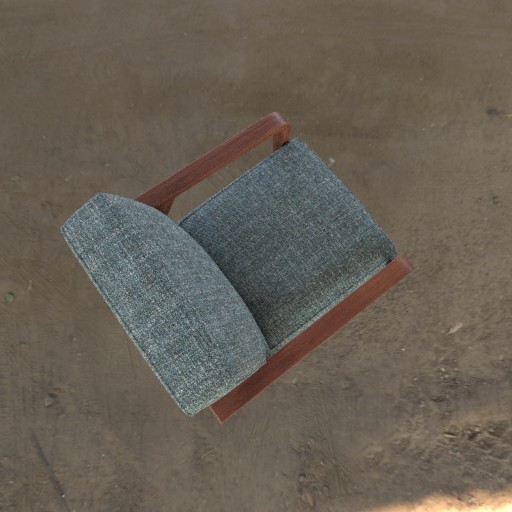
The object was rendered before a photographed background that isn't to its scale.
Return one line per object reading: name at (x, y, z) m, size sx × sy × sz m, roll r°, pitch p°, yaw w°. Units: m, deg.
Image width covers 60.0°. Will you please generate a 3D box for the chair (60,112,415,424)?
chair at (0.000, 0.000, 1.520) m, size 0.889 × 0.864 × 0.719 m, roll -36°, pitch 79°, yaw -9°
